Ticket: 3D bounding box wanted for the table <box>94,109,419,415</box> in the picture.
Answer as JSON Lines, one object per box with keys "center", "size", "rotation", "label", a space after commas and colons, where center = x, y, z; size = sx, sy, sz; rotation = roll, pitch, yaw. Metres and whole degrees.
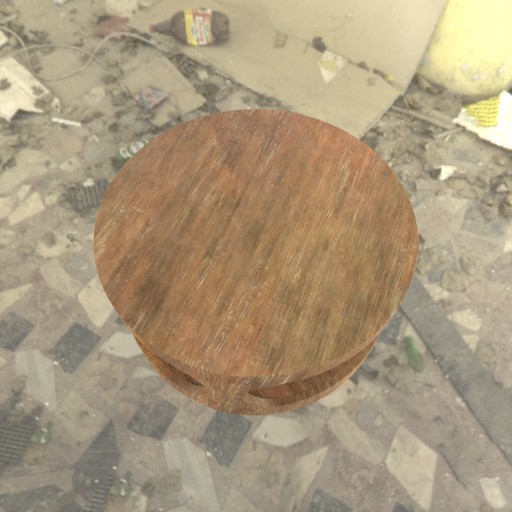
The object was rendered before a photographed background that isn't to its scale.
{"center": [0.000, 0.000, 1.543], "size": [0.974, 0.450, 0.974], "rotation": [0, 59, 0], "label": "table"}
